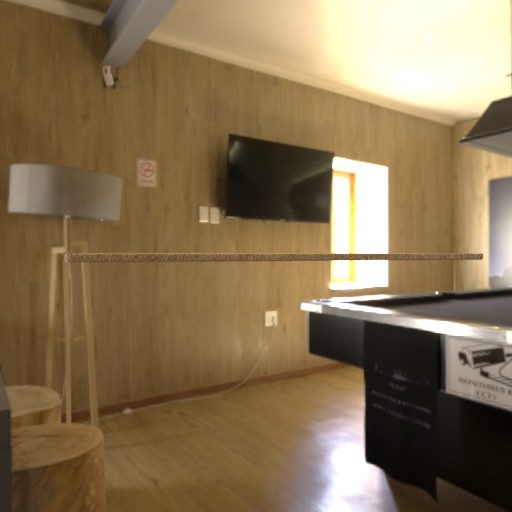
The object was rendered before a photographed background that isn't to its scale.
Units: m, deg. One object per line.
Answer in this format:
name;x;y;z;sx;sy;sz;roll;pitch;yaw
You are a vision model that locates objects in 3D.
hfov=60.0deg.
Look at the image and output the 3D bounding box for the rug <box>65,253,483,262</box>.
rug;0.000;0.000;2.136;1.600;0.025;1.199;0;1;-18
